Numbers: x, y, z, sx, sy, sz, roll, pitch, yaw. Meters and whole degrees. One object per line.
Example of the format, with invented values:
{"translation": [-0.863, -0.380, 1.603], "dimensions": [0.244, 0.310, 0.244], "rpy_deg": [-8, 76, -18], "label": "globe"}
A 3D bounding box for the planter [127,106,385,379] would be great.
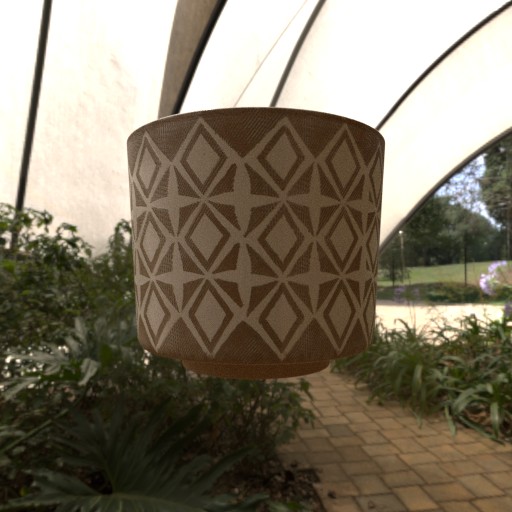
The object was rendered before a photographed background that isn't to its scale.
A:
{"translation": [0.000, 0.000, 0.462], "dimensions": [0.260, 0.220, 0.260], "rpy_deg": [0, -2, 0], "label": "planter"}
